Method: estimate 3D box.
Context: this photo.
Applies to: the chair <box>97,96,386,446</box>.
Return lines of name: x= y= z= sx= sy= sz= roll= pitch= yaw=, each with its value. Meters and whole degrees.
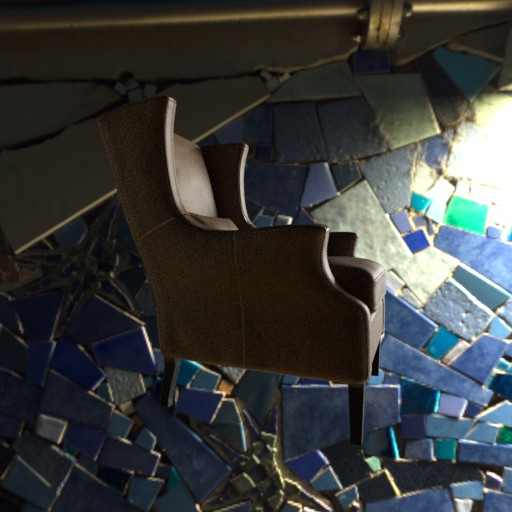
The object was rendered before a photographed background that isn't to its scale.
chair: x=0.000 y=0.000 z=1.676 sx=0.925 sy=1.016 sz=0.852 roll=0 pitch=1 yaw=19
